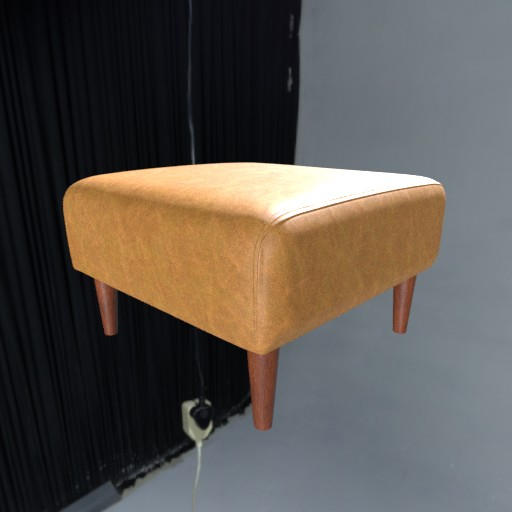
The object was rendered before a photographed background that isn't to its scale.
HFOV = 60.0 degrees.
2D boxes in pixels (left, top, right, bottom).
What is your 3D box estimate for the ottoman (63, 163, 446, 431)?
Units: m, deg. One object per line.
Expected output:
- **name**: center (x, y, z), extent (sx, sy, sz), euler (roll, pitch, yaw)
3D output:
- **ottoman**: center (0.000, 0.000, 1.058), extent (0.650, 0.399, 0.650), euler (15, 22, 42)
